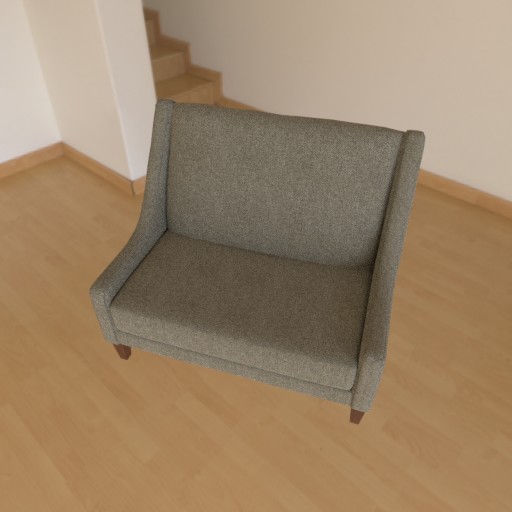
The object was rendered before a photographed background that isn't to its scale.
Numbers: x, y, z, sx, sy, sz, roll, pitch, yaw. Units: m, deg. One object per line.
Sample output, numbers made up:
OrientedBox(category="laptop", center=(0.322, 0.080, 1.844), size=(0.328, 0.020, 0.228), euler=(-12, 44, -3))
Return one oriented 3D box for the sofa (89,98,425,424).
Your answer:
OrientedBox(category="sofa", center=(0.000, 0.000, 1.998), size=(1.242, 1.021, 0.870), euler=(12, 42, 13))
